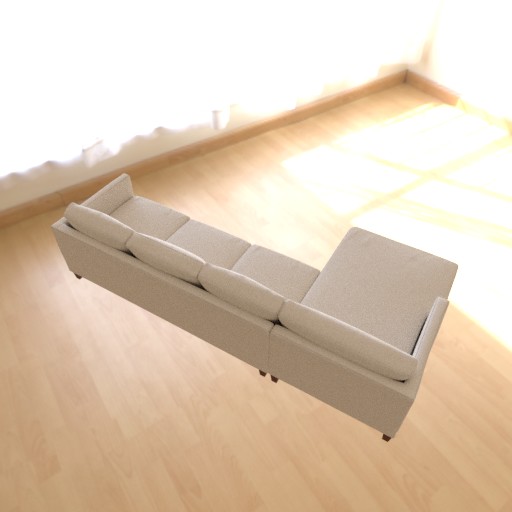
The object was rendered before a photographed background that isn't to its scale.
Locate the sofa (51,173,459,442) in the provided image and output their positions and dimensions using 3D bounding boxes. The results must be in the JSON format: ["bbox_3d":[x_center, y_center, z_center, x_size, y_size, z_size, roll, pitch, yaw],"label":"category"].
[{"bbox_3d":[0.000,0.000,3.918,3.186,0.846,1.625,23,50,21],"label":"sofa"}]
